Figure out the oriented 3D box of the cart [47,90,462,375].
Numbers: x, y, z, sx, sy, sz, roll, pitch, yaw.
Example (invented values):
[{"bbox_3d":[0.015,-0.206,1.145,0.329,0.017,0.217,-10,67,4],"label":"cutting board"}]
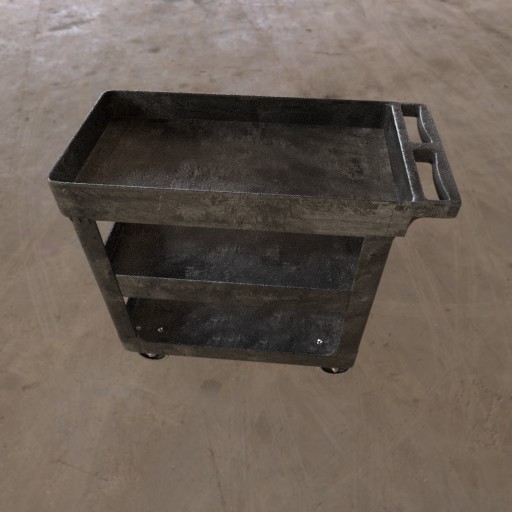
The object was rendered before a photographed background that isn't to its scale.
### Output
[{"bbox_3d":[0.000,0.000,1.356,0.877,0.824,0.420,4,47,3],"label":"cart"}]
